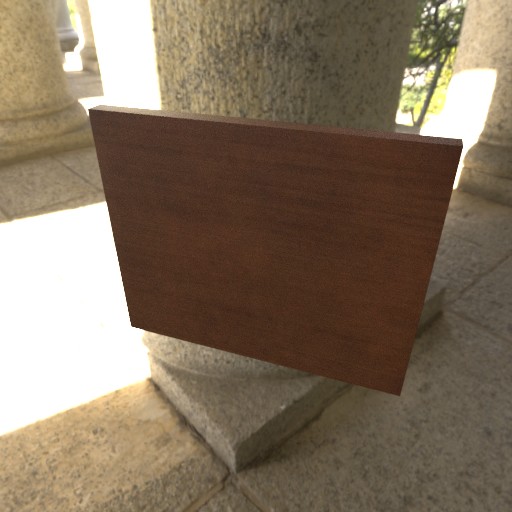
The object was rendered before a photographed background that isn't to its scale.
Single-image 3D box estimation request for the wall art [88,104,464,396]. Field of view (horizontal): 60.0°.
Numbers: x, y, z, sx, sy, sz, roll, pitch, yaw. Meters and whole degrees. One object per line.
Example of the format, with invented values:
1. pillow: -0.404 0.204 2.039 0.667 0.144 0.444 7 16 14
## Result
1. wall art: 0.000 0.000 0.763 0.558 0.457 0.033 11 34 16
